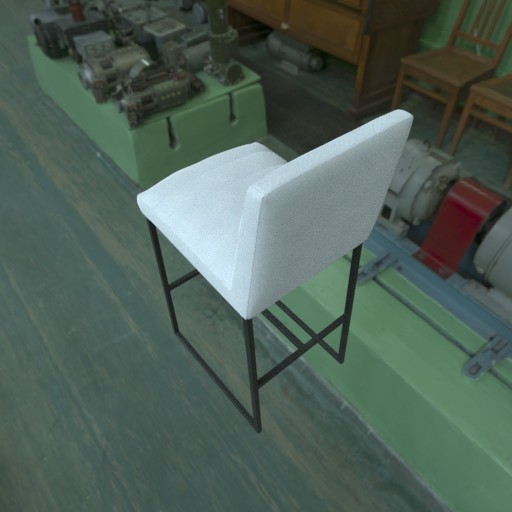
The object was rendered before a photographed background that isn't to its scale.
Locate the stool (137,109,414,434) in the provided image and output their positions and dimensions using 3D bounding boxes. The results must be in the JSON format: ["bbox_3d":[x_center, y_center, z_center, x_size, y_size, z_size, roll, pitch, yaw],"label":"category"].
[{"bbox_3d":[0.000,0.000,1.388,0.464,1.061,0.573,-31,54,-26],"label":"stool"}]
